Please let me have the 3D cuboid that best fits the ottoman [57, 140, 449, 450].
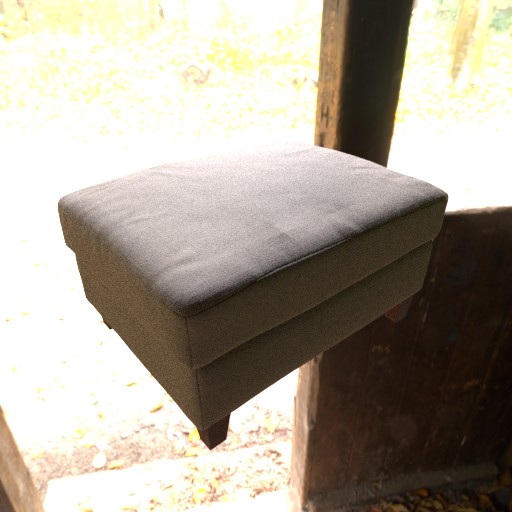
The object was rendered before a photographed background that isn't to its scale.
[{"bbox_3d":[0.000,0.000,1.324,0.902,0.511,0.692,-23,37,-34],"label":"ottoman"}]
